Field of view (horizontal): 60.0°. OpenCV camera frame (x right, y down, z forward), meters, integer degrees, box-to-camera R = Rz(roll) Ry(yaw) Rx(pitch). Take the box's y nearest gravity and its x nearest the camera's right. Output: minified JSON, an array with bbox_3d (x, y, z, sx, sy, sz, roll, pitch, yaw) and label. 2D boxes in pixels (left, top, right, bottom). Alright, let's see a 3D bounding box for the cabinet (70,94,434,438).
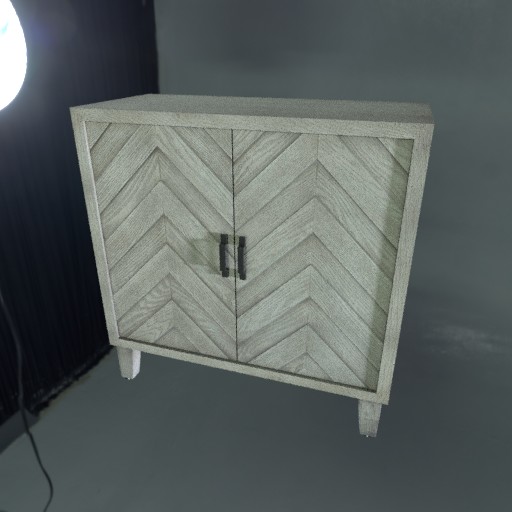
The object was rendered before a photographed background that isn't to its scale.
[{"bbox_3d":[0.000,0.000,1.216,0.781,0.787,0.370,8,26,16],"label":"cabinet"}]
